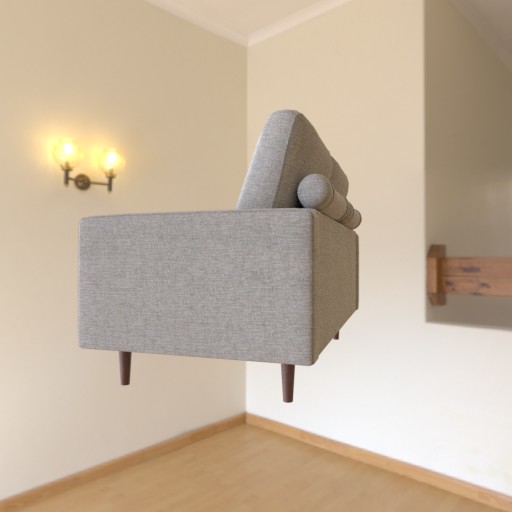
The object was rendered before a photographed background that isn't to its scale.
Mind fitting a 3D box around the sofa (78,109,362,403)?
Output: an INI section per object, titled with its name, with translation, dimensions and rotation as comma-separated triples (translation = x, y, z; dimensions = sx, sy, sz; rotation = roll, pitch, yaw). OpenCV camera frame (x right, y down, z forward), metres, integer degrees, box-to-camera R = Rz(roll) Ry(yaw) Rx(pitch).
[sofa]
translation = 0.000, 0.000, 1.983
dimensions = 0.842, 0.907, 1.407
rotation = 0, 0, 18
